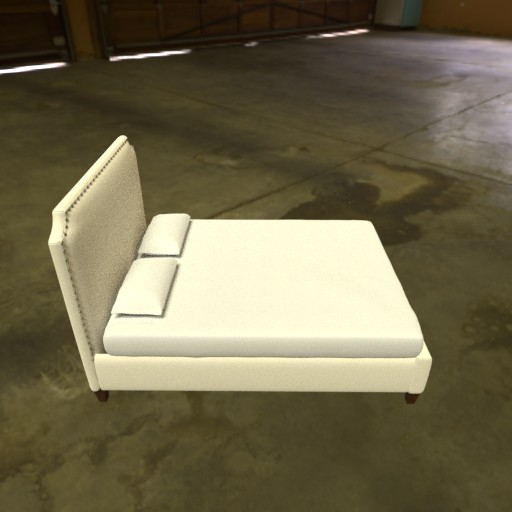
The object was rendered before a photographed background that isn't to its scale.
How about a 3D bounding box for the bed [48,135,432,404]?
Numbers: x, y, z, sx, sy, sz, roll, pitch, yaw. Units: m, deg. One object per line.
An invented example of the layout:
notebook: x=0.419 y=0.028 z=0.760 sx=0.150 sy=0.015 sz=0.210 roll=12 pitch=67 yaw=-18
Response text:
bed: x=0.000 y=0.000 z=3.503 sx=2.372 sy=1.497 sz=1.712 roll=0 pitch=32 yaw=0
